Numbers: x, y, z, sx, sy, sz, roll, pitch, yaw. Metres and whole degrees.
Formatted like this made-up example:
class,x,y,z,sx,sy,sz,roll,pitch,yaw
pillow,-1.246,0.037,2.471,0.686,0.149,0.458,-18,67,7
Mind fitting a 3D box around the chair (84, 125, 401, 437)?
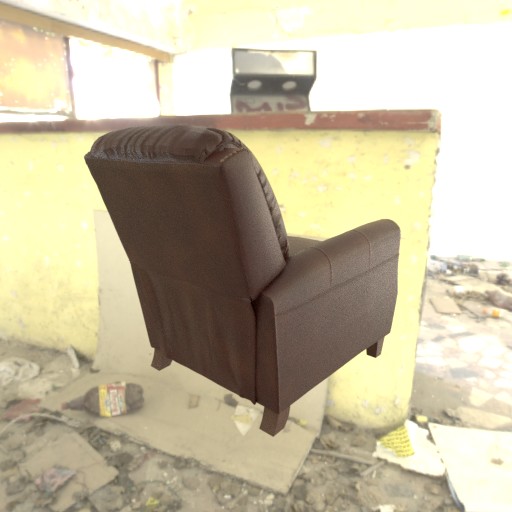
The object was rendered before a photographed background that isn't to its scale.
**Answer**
class,x,y,z,sx,sy,sz,roll,pitch,yaw
chair,0.000,0.000,1.832,0.826,1.022,1.089,13,20,41
